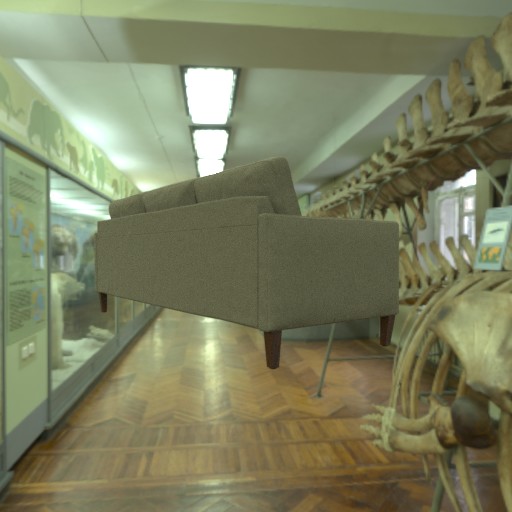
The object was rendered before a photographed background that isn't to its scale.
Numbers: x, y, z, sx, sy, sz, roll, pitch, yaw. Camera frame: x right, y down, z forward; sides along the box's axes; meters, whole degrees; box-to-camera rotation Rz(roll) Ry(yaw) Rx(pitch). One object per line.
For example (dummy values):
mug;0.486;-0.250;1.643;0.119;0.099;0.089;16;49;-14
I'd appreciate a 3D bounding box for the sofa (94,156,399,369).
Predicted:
sofa;0.000;0.000;2.996;1.506;0.875;2.178;0;1;-37
